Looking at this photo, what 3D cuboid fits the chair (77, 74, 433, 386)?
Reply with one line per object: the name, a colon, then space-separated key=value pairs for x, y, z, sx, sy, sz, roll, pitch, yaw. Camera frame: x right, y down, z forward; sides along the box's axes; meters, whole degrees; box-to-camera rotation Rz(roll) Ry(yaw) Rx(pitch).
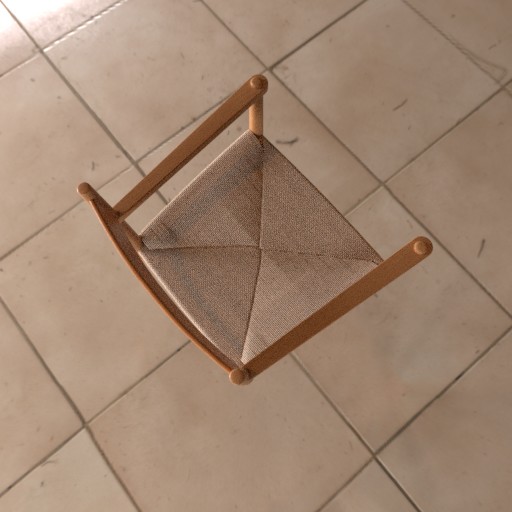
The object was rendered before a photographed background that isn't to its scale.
chair: x=0.000 y=0.000 z=1.145 sx=0.495 sy=0.762 sz=0.556 roll=-39 pitch=78 yaw=-10
